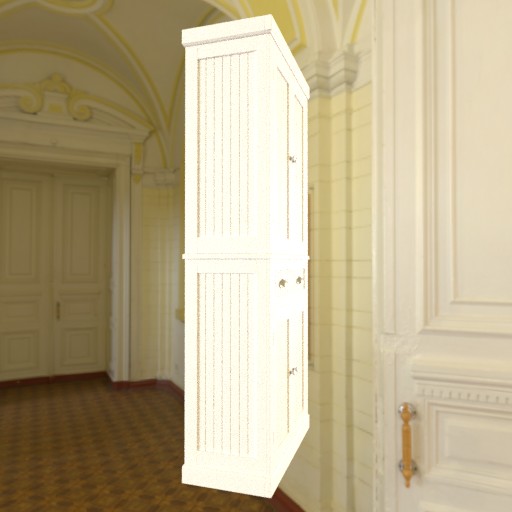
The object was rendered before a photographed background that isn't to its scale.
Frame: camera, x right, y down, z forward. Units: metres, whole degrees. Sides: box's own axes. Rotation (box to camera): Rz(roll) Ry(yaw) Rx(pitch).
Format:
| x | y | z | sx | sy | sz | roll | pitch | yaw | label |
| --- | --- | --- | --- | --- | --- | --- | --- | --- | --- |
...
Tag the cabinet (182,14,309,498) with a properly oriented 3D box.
| x | y | z | sx | sy | sz | roll | pitch | yaw | label |
| --- | --- | --- | --- | --- | --- | --- | --- | --- | --- |
| 0.000 | 0.000 | 2.088 | 0.390 | 1.829 | 0.754 | 0 | -1 | 18 | cabinet |
